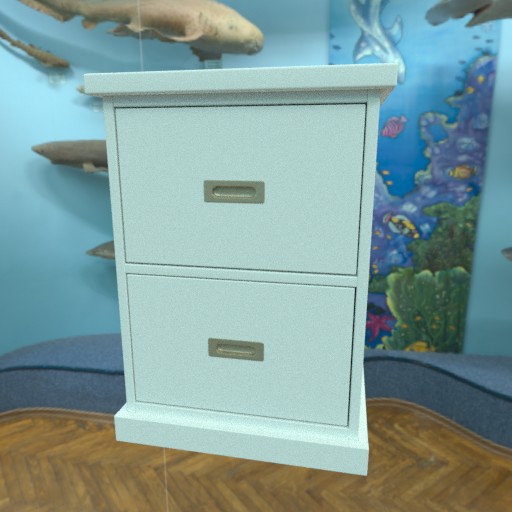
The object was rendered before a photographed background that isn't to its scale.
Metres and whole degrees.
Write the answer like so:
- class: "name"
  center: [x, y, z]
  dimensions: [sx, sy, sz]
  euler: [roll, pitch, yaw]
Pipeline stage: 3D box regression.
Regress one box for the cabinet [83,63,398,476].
- class: "cabinet"
  center: [0.000, 0.000, 1.001]
  dimensions: [0.520, 0.723, 0.431]
  euler: [3, 14, 11]
